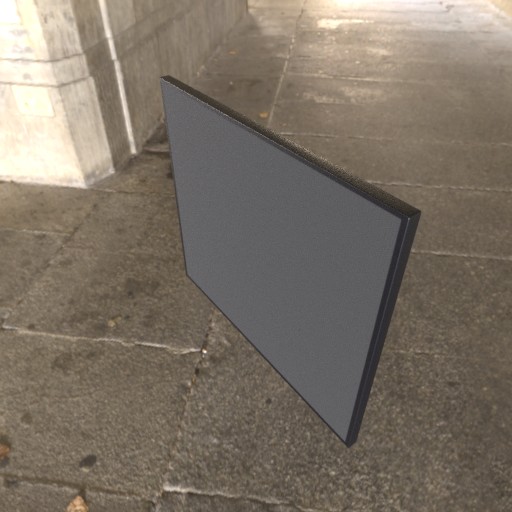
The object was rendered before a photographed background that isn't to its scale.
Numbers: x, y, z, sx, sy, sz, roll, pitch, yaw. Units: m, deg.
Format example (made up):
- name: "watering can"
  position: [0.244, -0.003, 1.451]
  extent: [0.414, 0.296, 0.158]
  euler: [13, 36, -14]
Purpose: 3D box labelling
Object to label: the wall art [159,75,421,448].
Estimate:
- name: "wall art"
  position: [0.000, 0.000, 0.735]
  extent: [0.018, 0.450, 0.521]
  euler: [-25, 46, -28]
